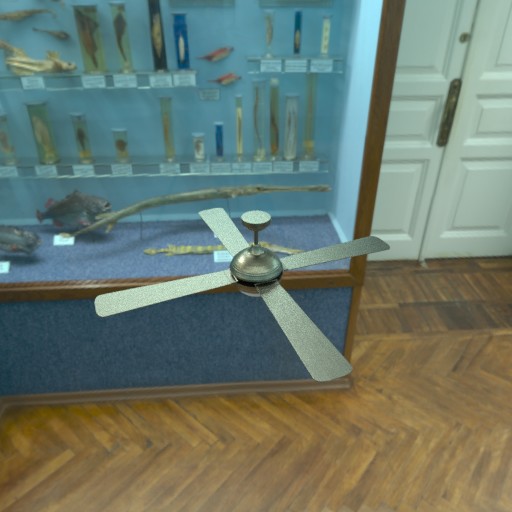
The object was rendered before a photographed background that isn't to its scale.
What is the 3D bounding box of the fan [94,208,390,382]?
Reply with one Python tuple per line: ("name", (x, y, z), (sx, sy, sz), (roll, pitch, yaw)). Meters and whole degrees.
("fan", (0.000, 0.000, 1.947), (1.321, 0.381, 1.321), (-1, 31, -2))
